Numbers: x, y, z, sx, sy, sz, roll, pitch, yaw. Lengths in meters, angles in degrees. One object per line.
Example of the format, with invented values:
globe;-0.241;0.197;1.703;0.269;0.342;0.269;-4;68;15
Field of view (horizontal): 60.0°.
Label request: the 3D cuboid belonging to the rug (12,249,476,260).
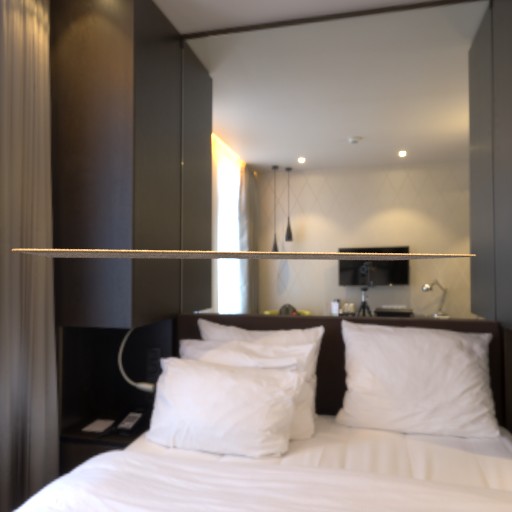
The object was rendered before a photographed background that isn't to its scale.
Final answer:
rug;0.000;0.000;2.667;2.452;0.017;0.855;1;-2;-16
